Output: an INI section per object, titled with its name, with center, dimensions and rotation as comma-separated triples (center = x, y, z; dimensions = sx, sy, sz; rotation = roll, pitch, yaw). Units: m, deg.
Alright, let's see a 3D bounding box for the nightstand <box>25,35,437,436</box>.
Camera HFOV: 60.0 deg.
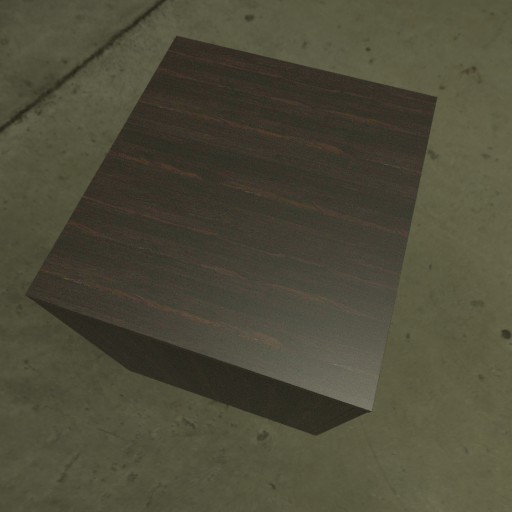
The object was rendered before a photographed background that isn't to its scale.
[nightstand]
center = 0.000, 0.000, 0.777
dimensions = 0.400, 0.460, 0.461
rotation = 17, 66, 8
